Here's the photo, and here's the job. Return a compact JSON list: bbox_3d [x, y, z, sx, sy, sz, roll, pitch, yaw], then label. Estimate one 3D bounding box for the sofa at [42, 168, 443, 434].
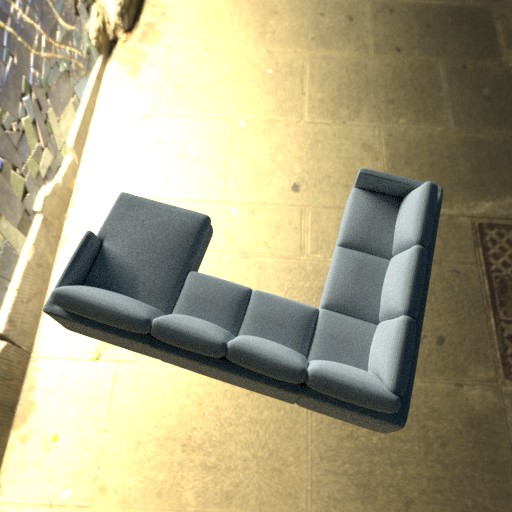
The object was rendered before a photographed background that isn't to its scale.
[{"bbox_3d":[0.000,0.000,4.606,3.403,0.889,2.551,16,65,8],"label":"sofa"}]
